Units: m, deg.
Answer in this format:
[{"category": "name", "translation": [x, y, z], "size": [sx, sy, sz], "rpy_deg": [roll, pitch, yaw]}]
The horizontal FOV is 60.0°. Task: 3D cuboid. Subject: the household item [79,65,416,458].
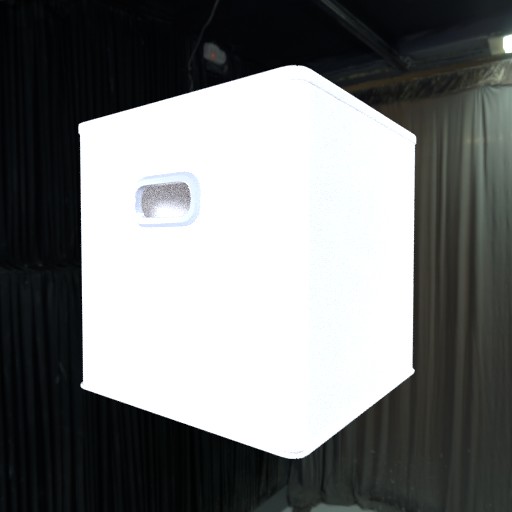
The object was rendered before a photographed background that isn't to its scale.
[{"category": "household item", "translation": [0.000, 0.000, 0.547], "size": [0.305, 0.305, 0.305], "rpy_deg": [1, 2, 36]}]
